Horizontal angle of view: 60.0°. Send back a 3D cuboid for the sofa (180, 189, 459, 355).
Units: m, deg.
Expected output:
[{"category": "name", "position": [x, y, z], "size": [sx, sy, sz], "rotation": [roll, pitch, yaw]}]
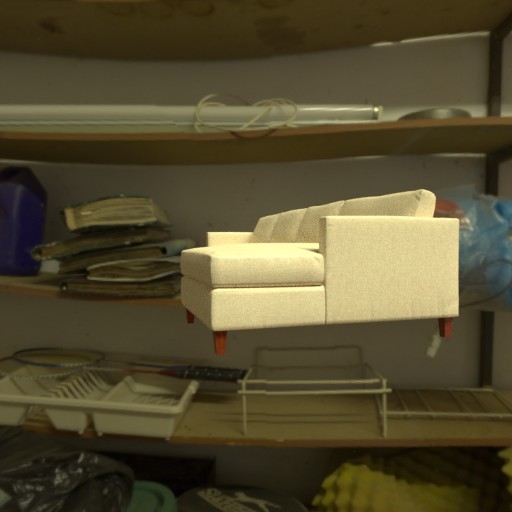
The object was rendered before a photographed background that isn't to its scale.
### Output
[{"category": "sofa", "position": [0.000, 0.000, 4.158], "size": [1.603, 0.954, 3.471], "rotation": [0, 2, -17]}]
